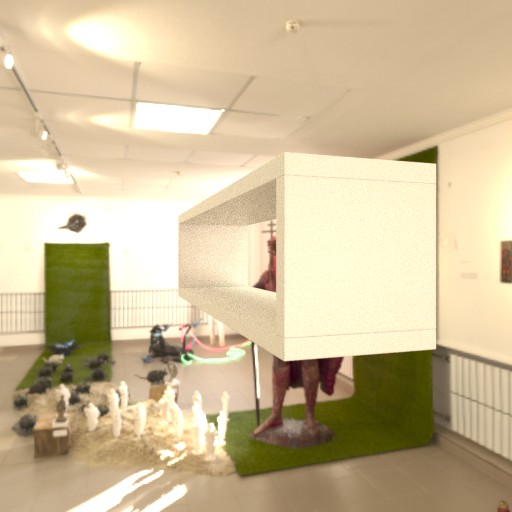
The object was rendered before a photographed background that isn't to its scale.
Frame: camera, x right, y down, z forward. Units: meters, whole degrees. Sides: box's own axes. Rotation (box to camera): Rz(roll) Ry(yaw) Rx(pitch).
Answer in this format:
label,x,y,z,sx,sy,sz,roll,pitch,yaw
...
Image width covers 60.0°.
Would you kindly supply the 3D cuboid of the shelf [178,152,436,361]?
label,x,y,z,sx,sy,sz,roll,pitch,yaw
shelf,0.000,0.000,0.673,0.150,0.170,0.610,0,0,-18
